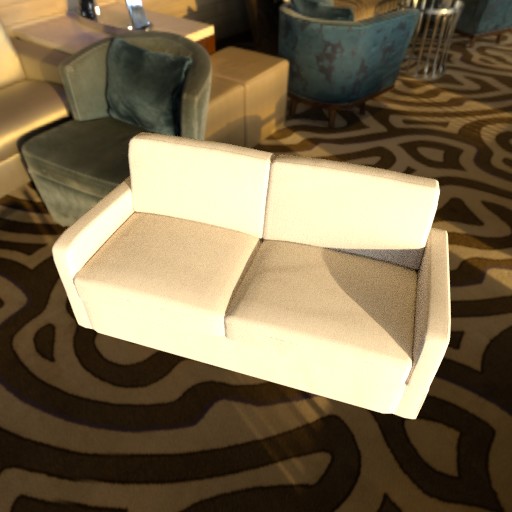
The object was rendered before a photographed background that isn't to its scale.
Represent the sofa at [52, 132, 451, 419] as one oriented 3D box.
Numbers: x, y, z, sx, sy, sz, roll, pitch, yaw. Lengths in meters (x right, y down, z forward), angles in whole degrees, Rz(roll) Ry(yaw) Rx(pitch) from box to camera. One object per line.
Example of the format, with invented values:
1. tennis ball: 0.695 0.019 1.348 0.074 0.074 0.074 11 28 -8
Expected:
1. sofa: 0.000 0.000 2.256 1.808 0.831 0.894 12 43 13
